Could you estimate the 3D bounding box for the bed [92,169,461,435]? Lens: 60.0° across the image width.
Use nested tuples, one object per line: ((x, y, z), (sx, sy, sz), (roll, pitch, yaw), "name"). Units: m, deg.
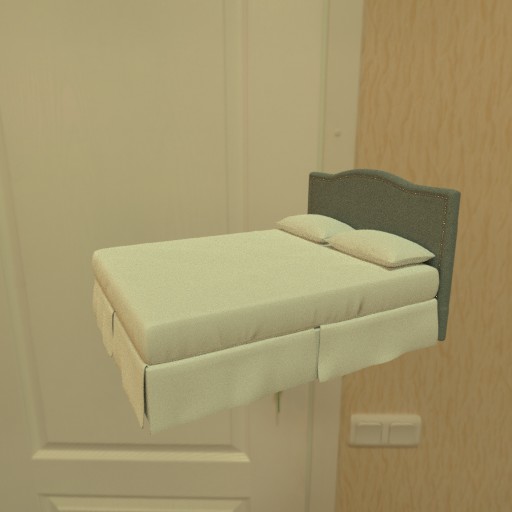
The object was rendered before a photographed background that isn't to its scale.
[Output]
((0.000, 0.000, 4.017), (2.689, 1.457, 2.161), (-8, 17, -27), "bed")
